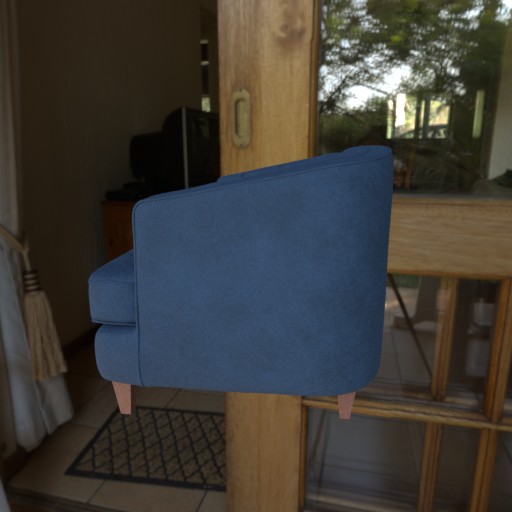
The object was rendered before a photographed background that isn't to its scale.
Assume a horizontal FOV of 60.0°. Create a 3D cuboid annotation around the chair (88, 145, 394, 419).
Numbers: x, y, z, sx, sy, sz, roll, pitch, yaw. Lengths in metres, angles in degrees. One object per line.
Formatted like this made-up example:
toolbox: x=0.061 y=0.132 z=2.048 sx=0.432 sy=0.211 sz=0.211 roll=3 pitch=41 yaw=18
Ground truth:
chair: x=0.000 y=0.000 z=1.761 sx=0.940 sy=0.852 sz=1.094 roll=2 pitch=14 yaw=9
